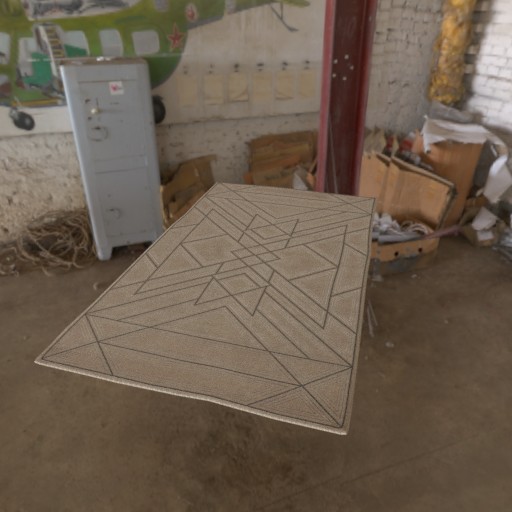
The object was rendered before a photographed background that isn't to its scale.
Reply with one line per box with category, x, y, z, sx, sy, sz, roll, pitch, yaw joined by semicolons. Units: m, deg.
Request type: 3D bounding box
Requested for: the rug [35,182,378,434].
rug;0.000;0.000;1.025;0.511;0.008;0.869;8;31;14
